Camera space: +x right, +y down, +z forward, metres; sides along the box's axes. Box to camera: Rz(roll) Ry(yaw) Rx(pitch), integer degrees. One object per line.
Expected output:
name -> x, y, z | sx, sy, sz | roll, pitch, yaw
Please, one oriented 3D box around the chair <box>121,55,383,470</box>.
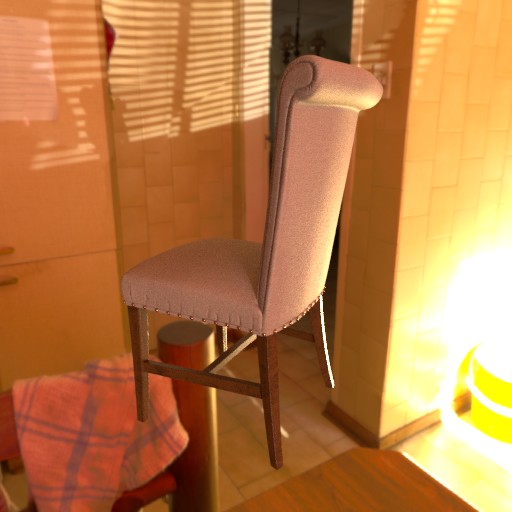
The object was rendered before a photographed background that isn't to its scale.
chair -> 0.000, 0.000, 1.295 | 0.608, 0.988, 0.513 | 8, 18, 27
